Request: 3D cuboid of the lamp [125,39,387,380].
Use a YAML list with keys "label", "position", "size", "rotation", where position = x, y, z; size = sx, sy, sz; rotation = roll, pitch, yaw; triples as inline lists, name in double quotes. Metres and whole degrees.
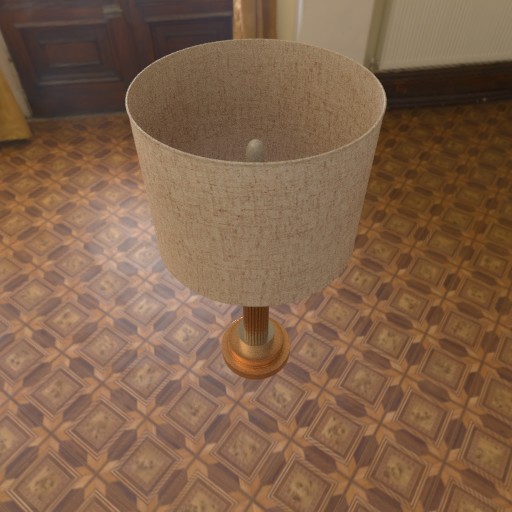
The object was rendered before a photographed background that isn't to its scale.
- label: "lamp"
  position: [0.000, 0.000, 0.777]
  size: [0.321, 0.610, 0.321]
  rotation: [2, 47, 2]
